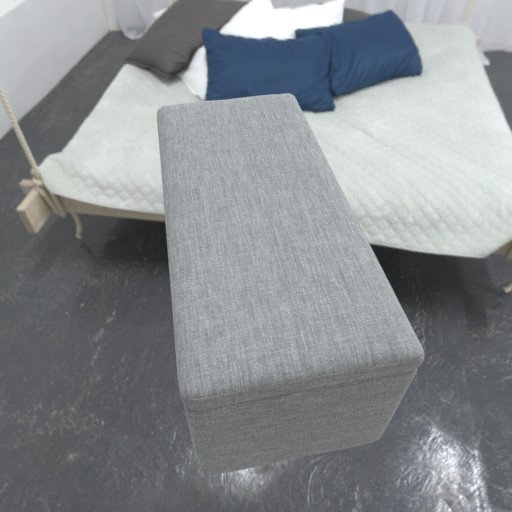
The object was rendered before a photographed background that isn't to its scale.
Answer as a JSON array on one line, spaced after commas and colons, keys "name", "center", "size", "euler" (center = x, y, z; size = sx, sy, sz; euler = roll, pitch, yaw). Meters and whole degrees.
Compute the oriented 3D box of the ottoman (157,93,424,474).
[{"name": "ottoman", "center": [0.000, 0.000, 1.118], "size": [0.419, 0.432, 0.902], "euler": [-8, 48, -7]}]
